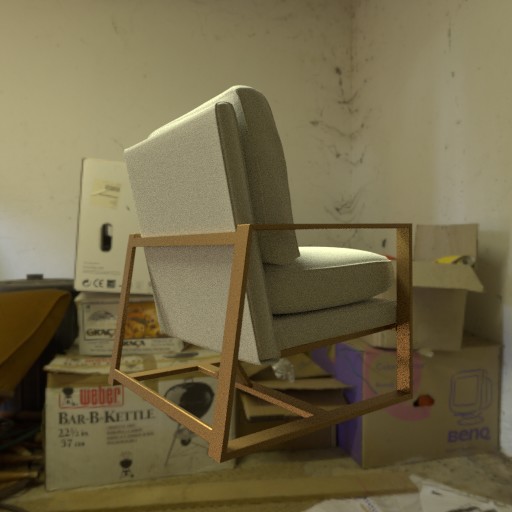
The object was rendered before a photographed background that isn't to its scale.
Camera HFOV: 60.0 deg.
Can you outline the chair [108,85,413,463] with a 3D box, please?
[{"bbox_3d":[0.000,0.000,1.603,0.813,0.966,0.805,0,1,-37],"label":"chair"}]
